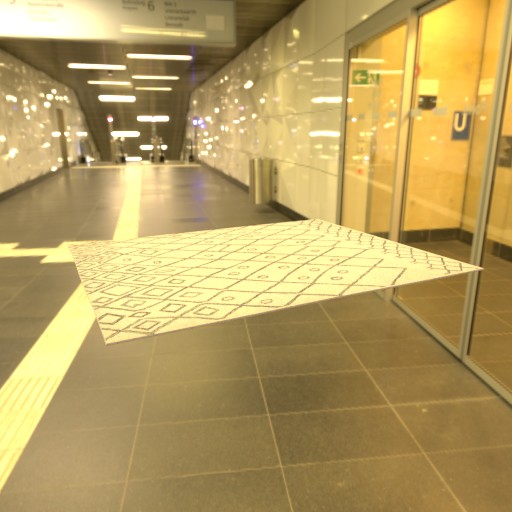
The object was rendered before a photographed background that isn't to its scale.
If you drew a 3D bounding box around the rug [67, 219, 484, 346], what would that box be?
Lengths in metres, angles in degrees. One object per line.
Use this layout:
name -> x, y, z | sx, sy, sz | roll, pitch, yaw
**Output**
rug -> 0.000, 0.000, 4.096 | 3.046, 0.015, 2.446 | -8, 17, -26
